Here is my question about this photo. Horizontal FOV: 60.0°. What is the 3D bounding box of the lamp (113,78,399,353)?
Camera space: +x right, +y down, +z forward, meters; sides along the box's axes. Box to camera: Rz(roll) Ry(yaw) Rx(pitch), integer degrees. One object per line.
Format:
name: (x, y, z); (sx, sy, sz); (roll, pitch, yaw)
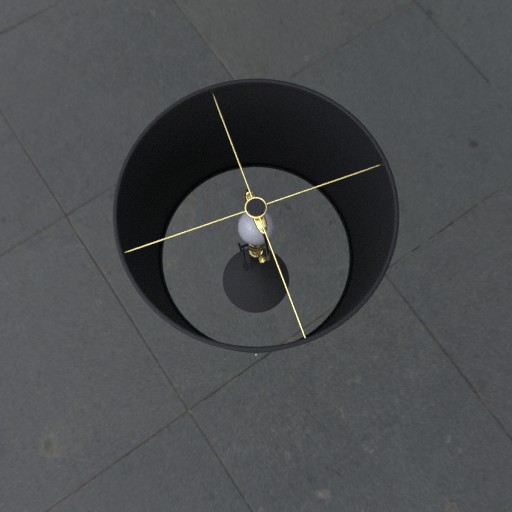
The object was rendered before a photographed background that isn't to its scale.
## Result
lamp: (0.000, 0.000, 0.839); (0.359, 0.584, 0.359); (-19, 78, -4)
